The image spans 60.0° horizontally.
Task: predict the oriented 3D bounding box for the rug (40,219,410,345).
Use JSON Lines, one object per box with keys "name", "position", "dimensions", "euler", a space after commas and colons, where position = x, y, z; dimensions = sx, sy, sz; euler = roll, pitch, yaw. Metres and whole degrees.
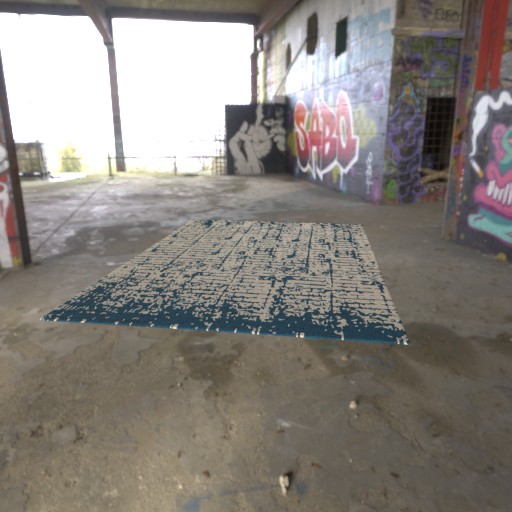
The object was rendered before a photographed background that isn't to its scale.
{"name": "rug", "position": [0.000, 0.000, 2.298], "dimensions": [1.220, 0.007, 1.828], "euler": [2, 16, 8]}
